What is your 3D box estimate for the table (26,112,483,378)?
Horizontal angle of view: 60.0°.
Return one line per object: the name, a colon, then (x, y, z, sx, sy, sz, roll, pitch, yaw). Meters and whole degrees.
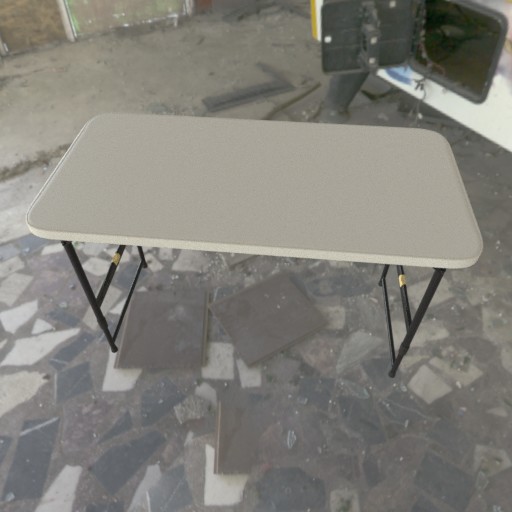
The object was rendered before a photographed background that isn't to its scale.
table: (0.000, 0.000, 1.600, 1.219, 0.737, 0.610, 4, 47, 4)
